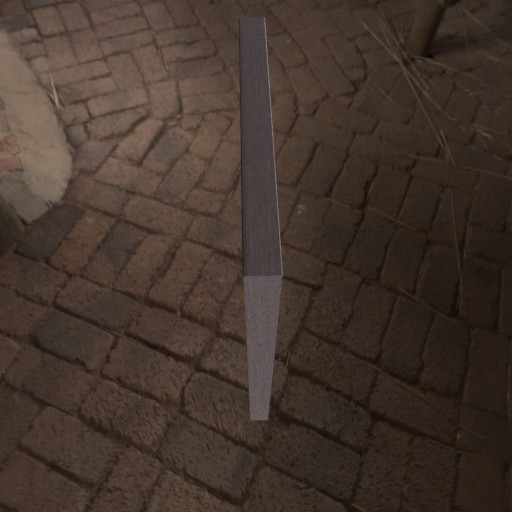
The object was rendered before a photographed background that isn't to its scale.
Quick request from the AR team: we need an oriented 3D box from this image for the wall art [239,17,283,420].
[{"bbox_3d":[0.000,0.000,0.654,0.032,0.510,0.358,-1,58,-1],"label":"wall art"}]
